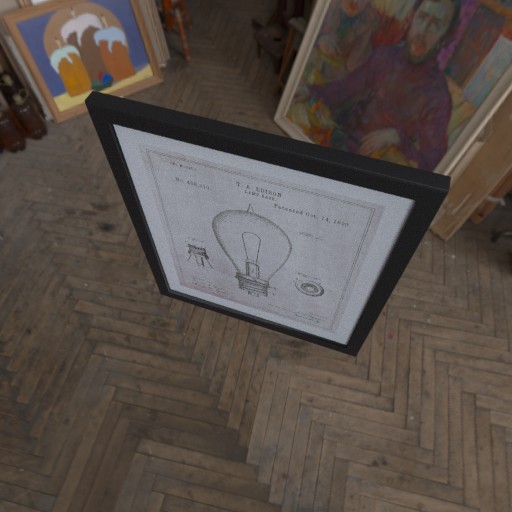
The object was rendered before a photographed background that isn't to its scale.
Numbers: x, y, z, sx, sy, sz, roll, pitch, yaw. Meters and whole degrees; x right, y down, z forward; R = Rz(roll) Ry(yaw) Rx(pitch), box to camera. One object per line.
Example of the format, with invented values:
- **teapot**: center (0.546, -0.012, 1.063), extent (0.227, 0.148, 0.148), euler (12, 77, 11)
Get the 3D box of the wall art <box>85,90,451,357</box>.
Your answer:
- **wall art**: center (0.000, 0.000, 0.716), extent (0.430, 0.509, 0.021), euler (16, 59, 10)
